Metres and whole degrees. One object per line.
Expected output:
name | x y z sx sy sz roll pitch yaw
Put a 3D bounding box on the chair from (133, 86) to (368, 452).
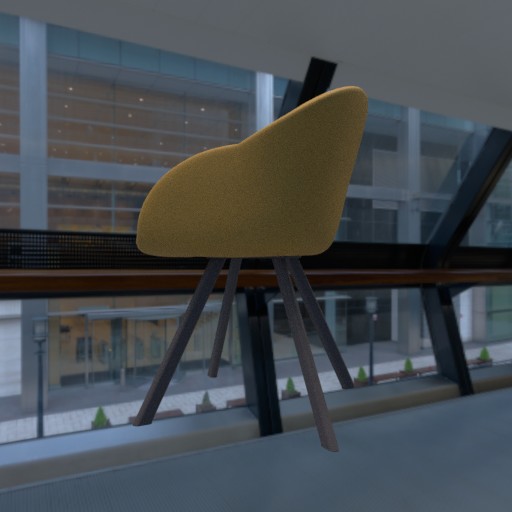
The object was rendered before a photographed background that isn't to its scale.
chair | 0.000 0.000 1.190 0.583 0.793 0.551 0 0 17
